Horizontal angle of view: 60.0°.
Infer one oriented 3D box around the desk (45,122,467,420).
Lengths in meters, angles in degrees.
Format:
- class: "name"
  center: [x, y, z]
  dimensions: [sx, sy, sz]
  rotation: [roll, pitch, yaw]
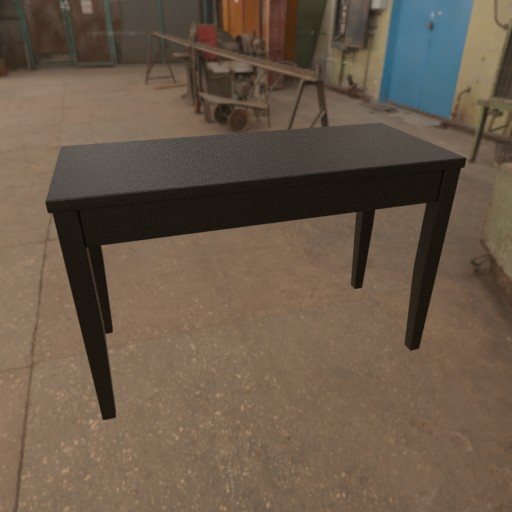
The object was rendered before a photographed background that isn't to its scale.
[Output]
- class: "desk"
  center: [0.000, 0.000, 1.623]
  dimensions: [1.220, 0.775, 0.508]
  rotation: [-8, 30, -15]
